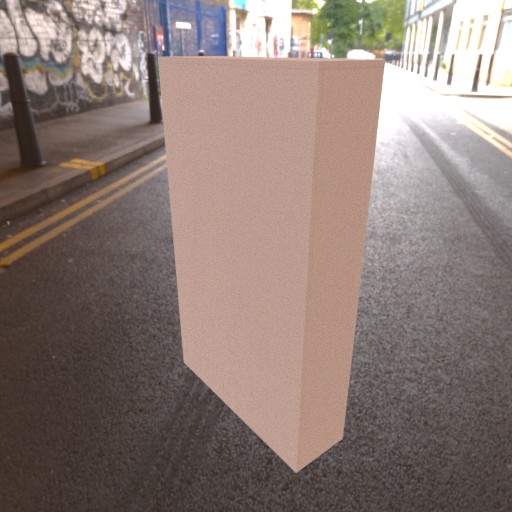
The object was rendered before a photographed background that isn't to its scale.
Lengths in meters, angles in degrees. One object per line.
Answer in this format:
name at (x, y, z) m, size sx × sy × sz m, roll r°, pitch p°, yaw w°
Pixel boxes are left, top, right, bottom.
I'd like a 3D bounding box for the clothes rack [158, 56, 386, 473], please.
clothes rack at (0.000, 0.000, 1.569) m, size 0.250 × 1.280 × 0.750 m, roll -19°, pitch 31°, yaw -34°
